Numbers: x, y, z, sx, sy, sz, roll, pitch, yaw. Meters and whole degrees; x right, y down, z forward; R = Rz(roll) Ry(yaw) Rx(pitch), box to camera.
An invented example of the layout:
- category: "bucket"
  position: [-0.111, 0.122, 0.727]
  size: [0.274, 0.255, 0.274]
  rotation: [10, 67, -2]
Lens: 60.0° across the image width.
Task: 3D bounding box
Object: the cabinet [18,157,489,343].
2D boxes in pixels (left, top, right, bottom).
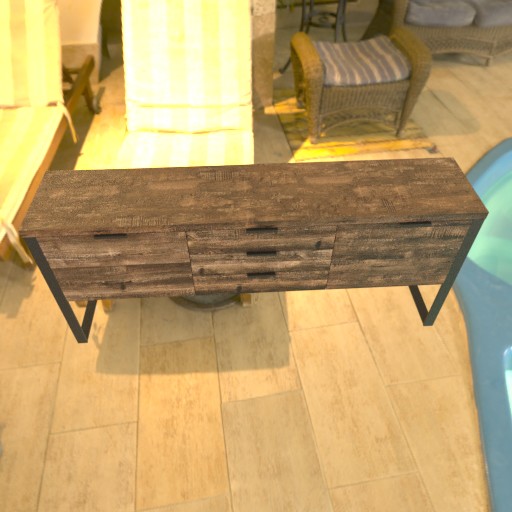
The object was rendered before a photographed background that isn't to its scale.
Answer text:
- category: "cabinet"
  position: [0.000, 0.000, 2.093]
  size: [1.800, 0.762, 0.395]
  rotation: [-2, 46, -2]
